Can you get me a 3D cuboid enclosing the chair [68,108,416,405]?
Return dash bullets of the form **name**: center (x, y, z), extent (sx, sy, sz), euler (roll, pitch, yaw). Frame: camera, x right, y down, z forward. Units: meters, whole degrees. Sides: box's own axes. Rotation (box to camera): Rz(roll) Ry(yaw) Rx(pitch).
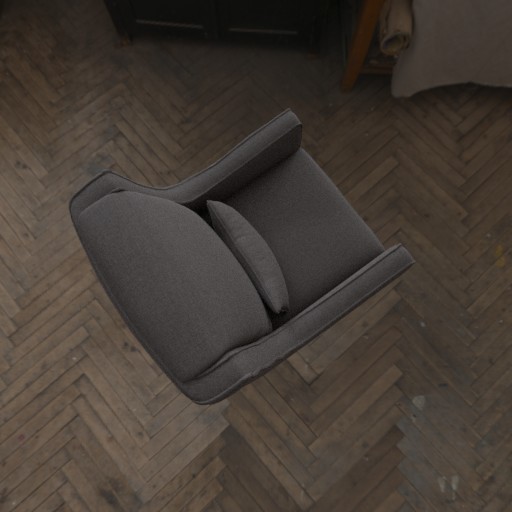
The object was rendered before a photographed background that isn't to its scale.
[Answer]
- **chair**: center (0.000, 0.000, 1.635), extent (0.879, 0.993, 0.732), euler (-35, 78, -8)
